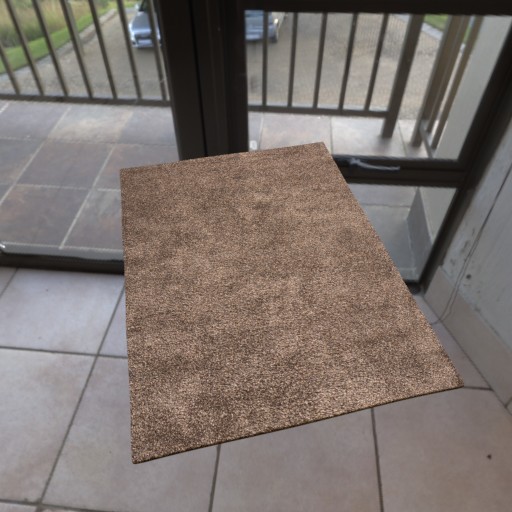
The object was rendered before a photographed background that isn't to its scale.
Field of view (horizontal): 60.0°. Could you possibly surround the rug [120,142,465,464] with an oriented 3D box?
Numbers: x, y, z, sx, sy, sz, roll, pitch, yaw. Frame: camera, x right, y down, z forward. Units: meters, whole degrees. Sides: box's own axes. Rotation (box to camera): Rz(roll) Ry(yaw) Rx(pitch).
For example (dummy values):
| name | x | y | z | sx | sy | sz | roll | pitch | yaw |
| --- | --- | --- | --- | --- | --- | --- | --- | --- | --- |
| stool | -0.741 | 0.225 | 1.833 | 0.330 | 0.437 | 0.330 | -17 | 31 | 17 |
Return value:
| name | x | y | z | sx | sy | sz | roll | pitch | yaw |
| --- | --- | --- | --- | --- | --- | --- | --- | --- | --- |
| rug | 0.000 | 0.000 | 2.055 | 1.198 | 0.025 | 1.601 | -10 | 49 | -9 |
